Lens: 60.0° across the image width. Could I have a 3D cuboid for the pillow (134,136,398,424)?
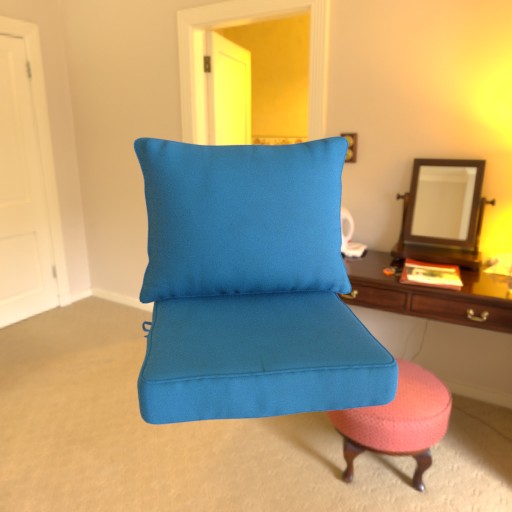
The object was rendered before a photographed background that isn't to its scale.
[{"bbox_3d":[0.000,0.000,1.403,0.798,0.725,0.733,-2,16,-8],"label":"pillow"}]
